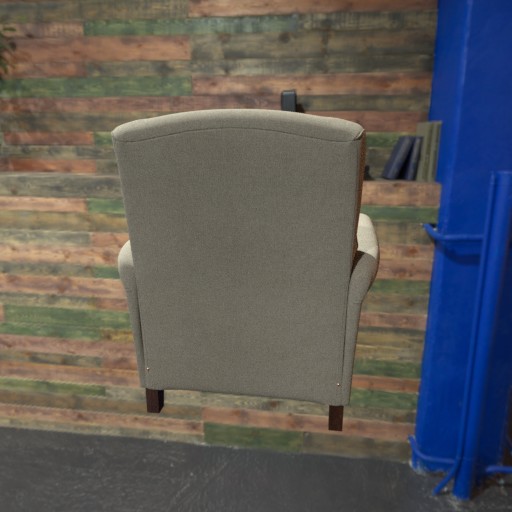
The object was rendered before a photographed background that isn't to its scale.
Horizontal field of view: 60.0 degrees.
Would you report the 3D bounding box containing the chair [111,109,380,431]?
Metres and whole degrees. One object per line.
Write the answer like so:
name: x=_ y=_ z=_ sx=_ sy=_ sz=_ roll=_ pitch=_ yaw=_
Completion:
chair: x=0.000 y=0.000 z=1.778 sx=0.978 sy=1.061 sz=0.905 roll=2 pitch=14 yaw=9
